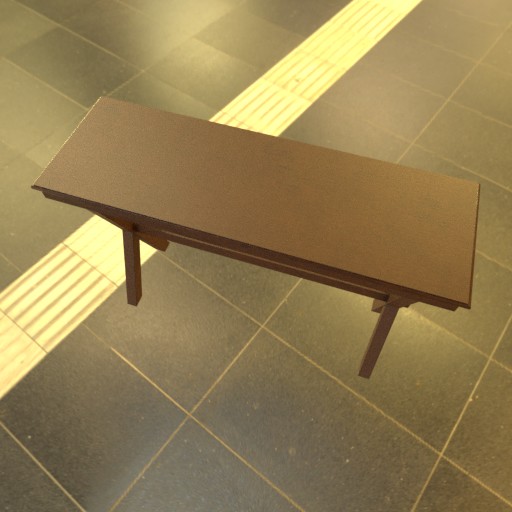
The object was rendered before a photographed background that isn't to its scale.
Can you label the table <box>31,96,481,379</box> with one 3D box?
[{"bbox_3d":[0.000,0.000,1.559,1.197,0.763,0.399,16,59,9],"label":"table"}]
